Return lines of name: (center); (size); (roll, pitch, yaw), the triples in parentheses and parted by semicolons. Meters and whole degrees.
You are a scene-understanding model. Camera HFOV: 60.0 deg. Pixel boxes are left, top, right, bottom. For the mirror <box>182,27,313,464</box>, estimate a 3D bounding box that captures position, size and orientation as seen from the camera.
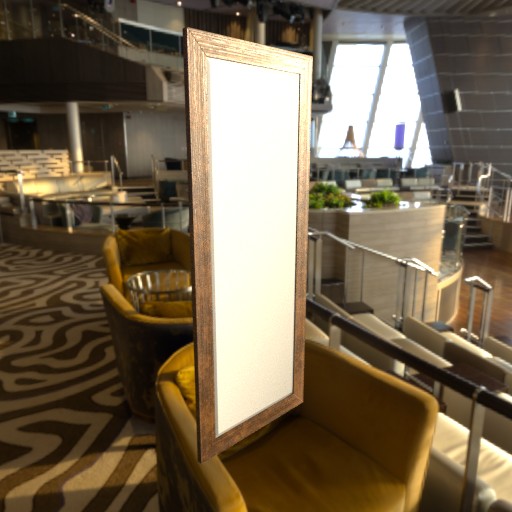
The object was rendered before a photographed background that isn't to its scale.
mirror: (0.000, 0.000, 2.304); (0.812, 2.031, 0.032); (-13, 19, -43)
